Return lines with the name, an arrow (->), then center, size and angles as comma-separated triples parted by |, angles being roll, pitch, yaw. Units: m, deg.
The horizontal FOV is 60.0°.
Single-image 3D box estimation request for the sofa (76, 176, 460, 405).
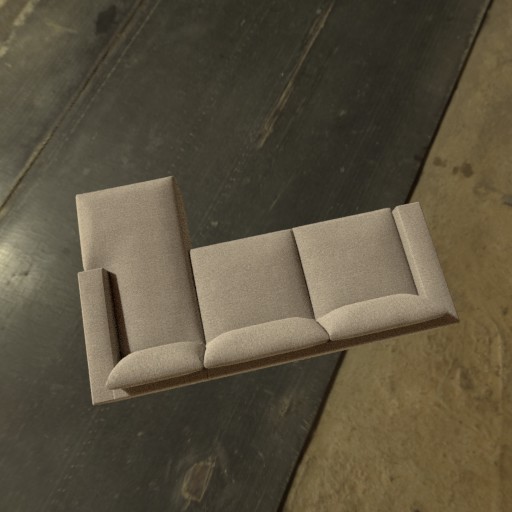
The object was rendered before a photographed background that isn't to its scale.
sofa -> 0.000, 0.000, 3.493 | 2.718, 0.813, 1.689 | -12, 75, -3
